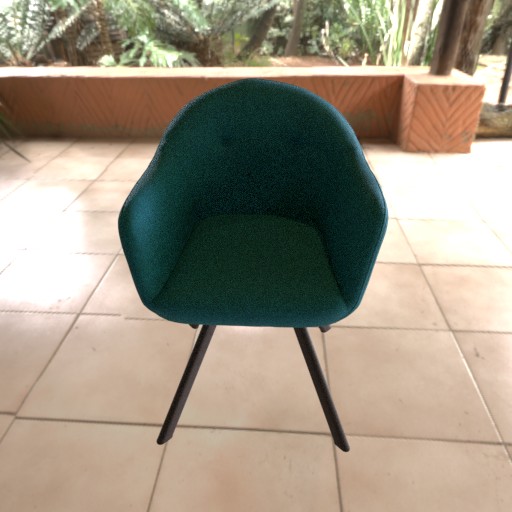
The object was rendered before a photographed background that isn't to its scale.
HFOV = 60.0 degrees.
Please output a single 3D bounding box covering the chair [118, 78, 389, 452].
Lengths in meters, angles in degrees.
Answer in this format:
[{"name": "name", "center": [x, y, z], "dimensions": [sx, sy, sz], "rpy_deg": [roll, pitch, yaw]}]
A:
[{"name": "chair", "center": [0.000, 0.000, 1.142], "dimensions": [0.545, 0.775, 0.565], "rpy_deg": [1, 31, 2]}]
